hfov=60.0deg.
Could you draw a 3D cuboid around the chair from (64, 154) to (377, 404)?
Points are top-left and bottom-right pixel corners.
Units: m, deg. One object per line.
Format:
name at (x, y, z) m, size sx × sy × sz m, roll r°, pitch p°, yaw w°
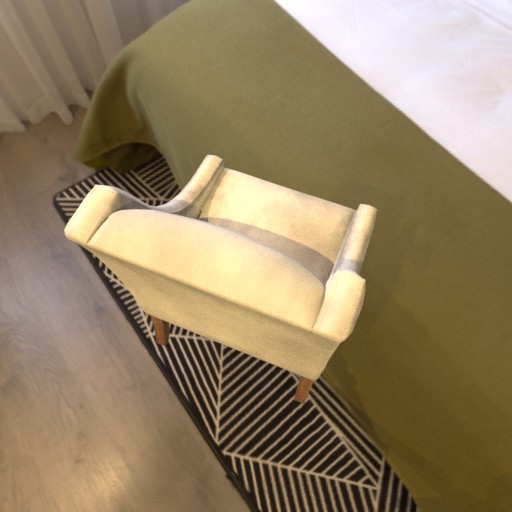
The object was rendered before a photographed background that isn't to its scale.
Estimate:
chair at (0.000, 0.000, 1.368) m, size 0.629 × 0.895 × 0.629 m, roll 20°, pitch 64°, yaw 10°
